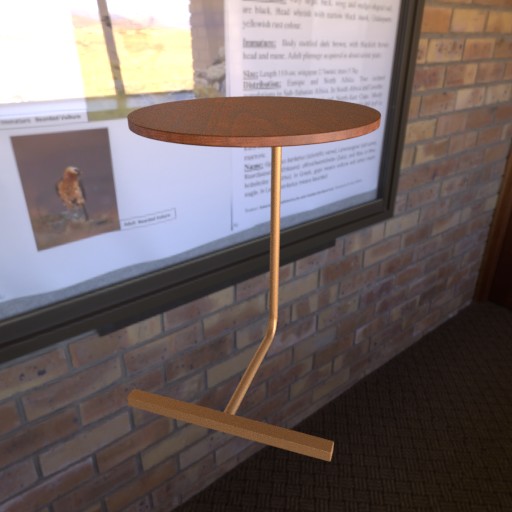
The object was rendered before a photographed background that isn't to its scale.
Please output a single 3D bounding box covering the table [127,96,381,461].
[{"bbox_3d":[0.000,0.000,1.124,0.530,0.706,0.577,8,27,17],"label":"table"}]
